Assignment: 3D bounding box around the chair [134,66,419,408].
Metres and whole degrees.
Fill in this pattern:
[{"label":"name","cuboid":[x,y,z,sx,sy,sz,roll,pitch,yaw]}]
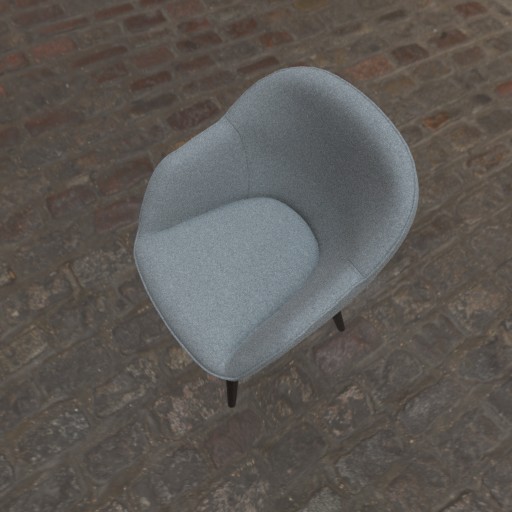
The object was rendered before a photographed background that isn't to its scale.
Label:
[{"label":"chair","cuboid":[0.000,0.000,1.233,0.611,0.810,0.589,-31,67,-15]}]
